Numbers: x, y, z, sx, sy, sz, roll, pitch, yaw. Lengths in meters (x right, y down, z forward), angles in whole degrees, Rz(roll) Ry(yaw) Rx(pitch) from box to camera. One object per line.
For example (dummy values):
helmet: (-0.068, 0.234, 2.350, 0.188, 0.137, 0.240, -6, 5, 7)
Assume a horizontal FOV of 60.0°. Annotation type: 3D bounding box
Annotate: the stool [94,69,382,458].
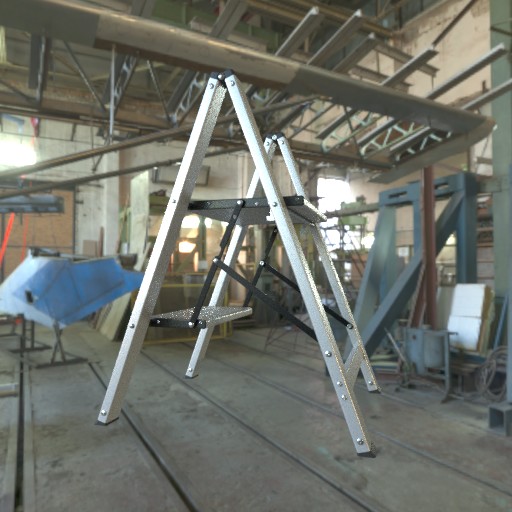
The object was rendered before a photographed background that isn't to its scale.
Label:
stool: (0.000, 0.000, 1.009, 0.535, 0.670, 0.440, -1, -2, 17)
